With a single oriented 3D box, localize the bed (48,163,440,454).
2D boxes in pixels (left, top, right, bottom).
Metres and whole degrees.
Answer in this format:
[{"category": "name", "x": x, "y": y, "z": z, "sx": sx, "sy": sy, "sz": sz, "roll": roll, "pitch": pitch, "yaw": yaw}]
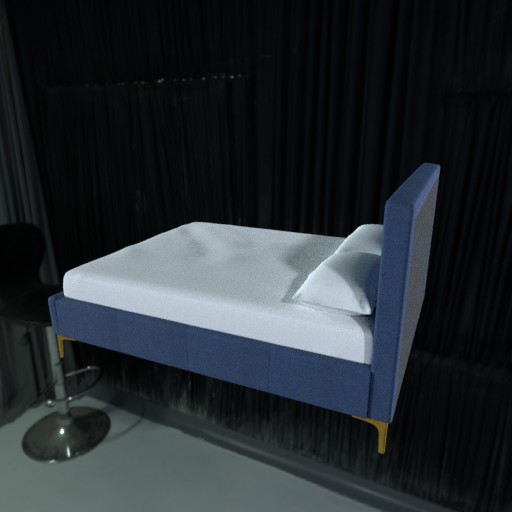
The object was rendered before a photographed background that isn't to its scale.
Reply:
[{"category": "bed", "x": 0.000, "y": 0.000, "z": 3.101, "sx": 2.172, "sy": 1.231, "sz": 1.723, "roll": 8, "pitch": 19, "yaw": 24}]
